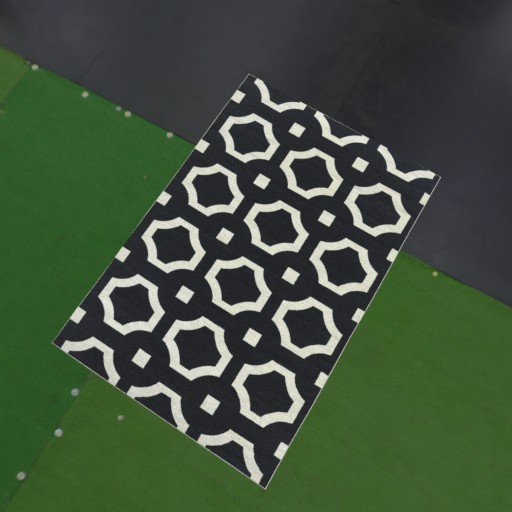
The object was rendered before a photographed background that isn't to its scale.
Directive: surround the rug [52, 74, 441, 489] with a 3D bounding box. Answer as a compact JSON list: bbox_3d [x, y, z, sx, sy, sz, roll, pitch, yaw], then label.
[{"bbox_3d":[0.000,0.000,2.885,1.555,0.016,2.286,31,77,8],"label":"rug"}]
